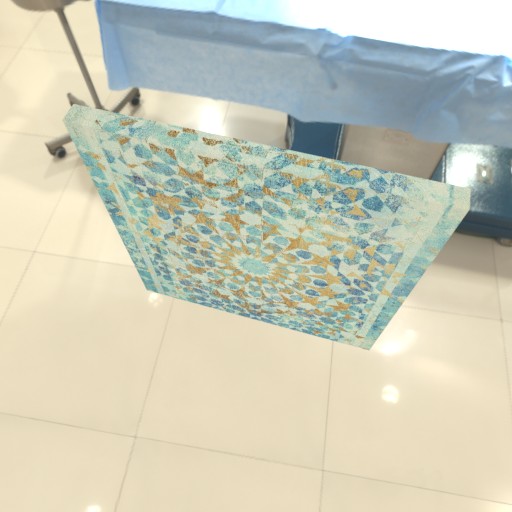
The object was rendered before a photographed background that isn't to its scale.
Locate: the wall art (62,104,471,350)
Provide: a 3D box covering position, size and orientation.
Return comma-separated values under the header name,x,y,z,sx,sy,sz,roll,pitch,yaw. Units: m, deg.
name,x,y,z,sx,sy,sz,roll,pitch,yaw
wall art,0.000,0.000,0.911,0.609,0.609,0.040,14,61,8
